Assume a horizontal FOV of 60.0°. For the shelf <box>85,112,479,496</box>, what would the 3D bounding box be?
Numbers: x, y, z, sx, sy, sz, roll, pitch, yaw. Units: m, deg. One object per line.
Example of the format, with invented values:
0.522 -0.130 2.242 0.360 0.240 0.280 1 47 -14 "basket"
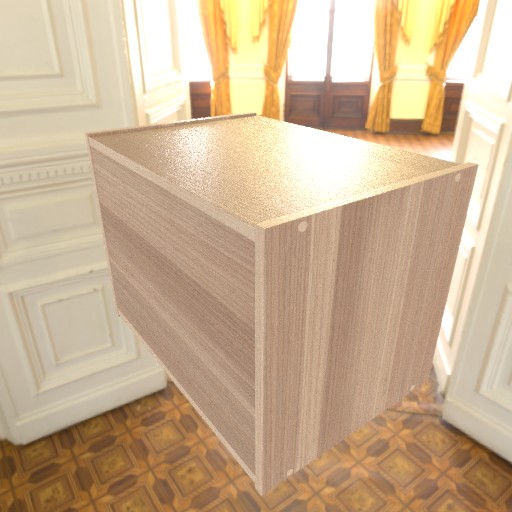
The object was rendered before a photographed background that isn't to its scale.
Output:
0.000 0.000 0.618 0.290 0.305 0.415 -19 33 -32 "shelf"
